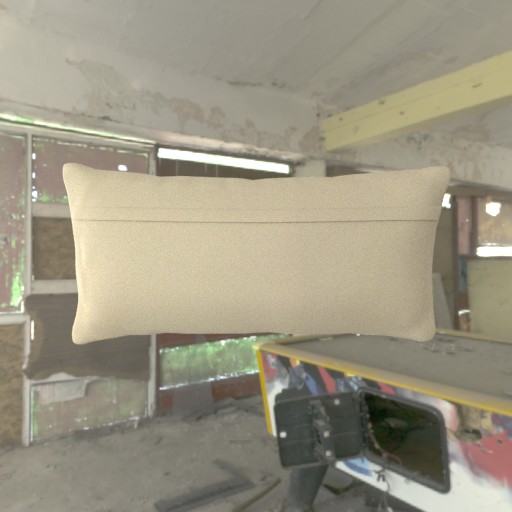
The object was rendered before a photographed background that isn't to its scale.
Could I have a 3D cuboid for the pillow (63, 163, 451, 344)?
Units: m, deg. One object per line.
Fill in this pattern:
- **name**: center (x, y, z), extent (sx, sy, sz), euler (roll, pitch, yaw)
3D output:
- **pillow**: center (0.000, 0.000, 0.717), extent (0.609, 0.292, 0.155), euler (0, -1, 0)
